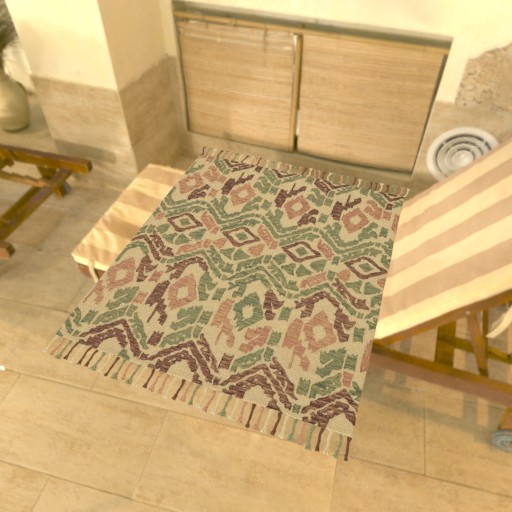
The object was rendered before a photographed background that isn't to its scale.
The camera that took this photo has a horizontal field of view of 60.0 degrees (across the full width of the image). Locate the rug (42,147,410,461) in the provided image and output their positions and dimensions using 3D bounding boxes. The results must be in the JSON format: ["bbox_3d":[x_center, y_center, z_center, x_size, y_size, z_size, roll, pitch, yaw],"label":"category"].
[{"bbox_3d":[0.000,0.000,4.079,2.438,0.010,3.048,15,48,14],"label":"rug"}]
